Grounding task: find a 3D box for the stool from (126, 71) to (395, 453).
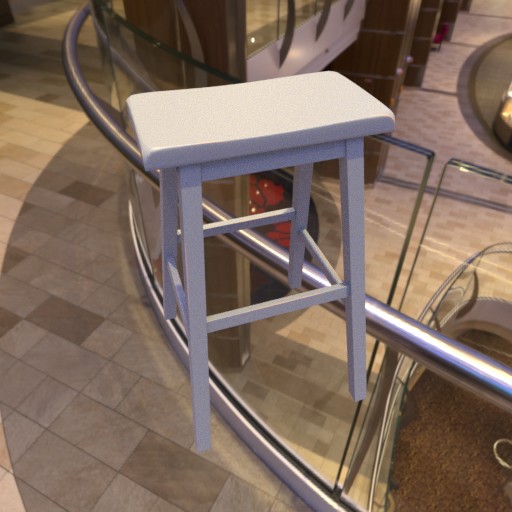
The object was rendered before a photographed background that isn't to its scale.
[{"bbox_3d":[0.000,0.000,1.050,0.457,0.737,0.476,-12,42,-14],"label":"stool"}]
